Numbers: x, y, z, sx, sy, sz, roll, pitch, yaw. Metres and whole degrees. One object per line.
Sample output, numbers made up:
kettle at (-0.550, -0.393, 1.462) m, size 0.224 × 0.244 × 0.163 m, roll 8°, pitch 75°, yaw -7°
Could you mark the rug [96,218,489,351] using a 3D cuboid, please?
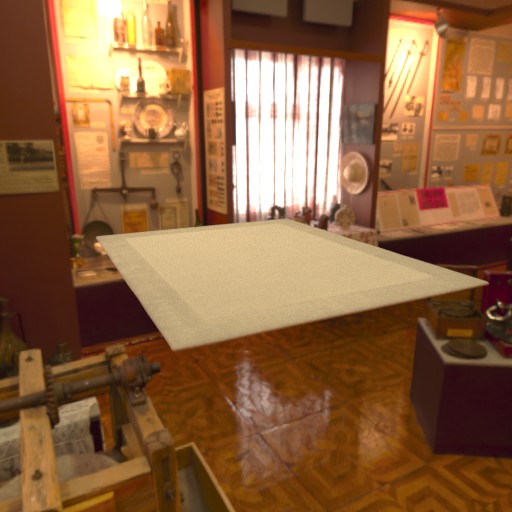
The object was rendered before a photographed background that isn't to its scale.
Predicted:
rug at (0.000, 0.000, 4.073) m, size 2.430 × 0.018 × 2.976 m, roll -7°, pitch 17°, yaw -26°
